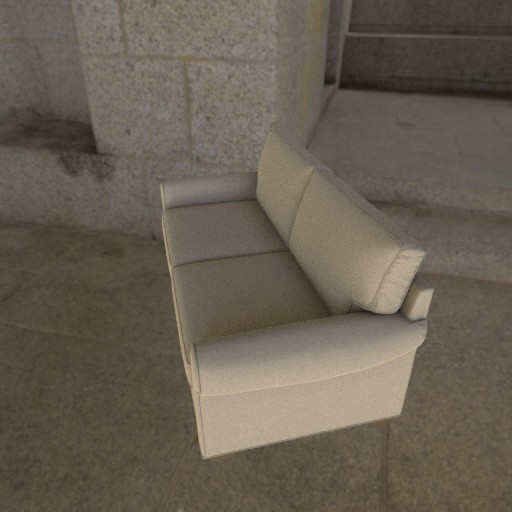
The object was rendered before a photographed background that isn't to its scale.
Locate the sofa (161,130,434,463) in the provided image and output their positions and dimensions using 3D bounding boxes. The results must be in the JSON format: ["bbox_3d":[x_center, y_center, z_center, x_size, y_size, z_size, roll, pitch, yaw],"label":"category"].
[{"bbox_3d":[0.000,0.000,2.418,0.940,0.952,1.930,-7,31,-12],"label":"sofa"}]
